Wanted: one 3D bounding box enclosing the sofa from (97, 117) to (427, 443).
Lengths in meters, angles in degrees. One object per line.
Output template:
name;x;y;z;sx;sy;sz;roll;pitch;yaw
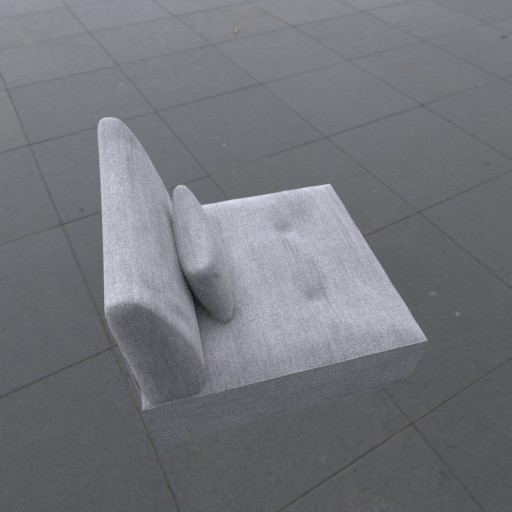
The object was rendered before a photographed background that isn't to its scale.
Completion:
sofa;0.000;0.000;1.693;1.000;0.820;0.930;-11;48;-10
